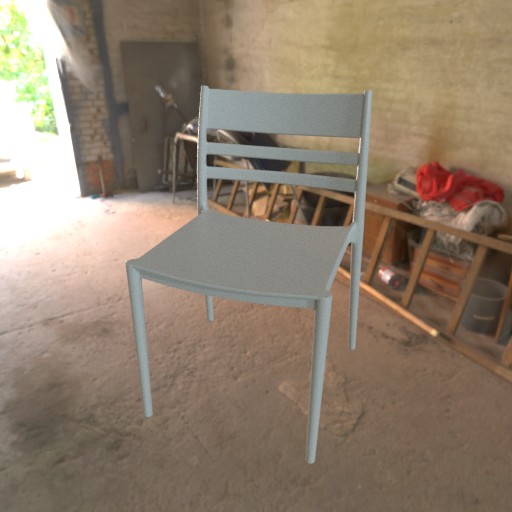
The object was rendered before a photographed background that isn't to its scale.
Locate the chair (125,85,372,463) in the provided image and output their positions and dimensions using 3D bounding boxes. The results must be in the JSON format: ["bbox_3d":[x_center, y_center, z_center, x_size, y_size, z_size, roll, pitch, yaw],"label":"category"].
[{"bbox_3d":[0.000,0.000,1.168,0.531,0.800,0.511,8,27,17],"label":"chair"}]
